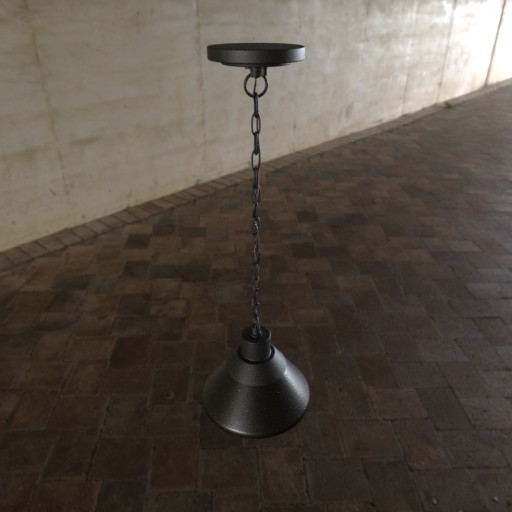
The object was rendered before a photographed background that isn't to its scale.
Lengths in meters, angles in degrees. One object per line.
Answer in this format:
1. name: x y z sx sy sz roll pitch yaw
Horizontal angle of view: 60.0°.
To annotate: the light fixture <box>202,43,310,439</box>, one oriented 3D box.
1. light fixture: 0.000 0.000 0.685 0.201 0.588 0.201 -8 30 -14
